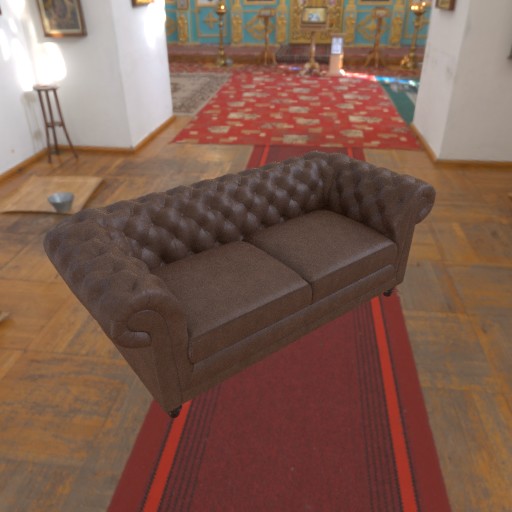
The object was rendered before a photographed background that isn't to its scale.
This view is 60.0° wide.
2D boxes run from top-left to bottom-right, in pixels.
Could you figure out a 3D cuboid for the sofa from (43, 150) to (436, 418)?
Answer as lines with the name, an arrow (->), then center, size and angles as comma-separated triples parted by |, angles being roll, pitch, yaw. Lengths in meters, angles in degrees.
sofa -> 0.000, 0.000, 2.559 | 2.048, 0.784, 0.955 | -21, 36, -32
